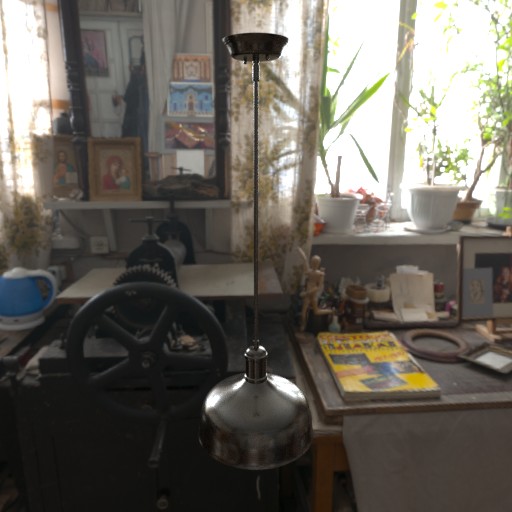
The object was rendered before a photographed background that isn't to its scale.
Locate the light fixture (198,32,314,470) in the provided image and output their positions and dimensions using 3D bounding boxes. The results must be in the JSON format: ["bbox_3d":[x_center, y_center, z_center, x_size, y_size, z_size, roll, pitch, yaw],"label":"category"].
[{"bbox_3d":[0.000,0.000,1.048,0.299,0.935,0.299,-13,19,-42],"label":"light fixture"}]
